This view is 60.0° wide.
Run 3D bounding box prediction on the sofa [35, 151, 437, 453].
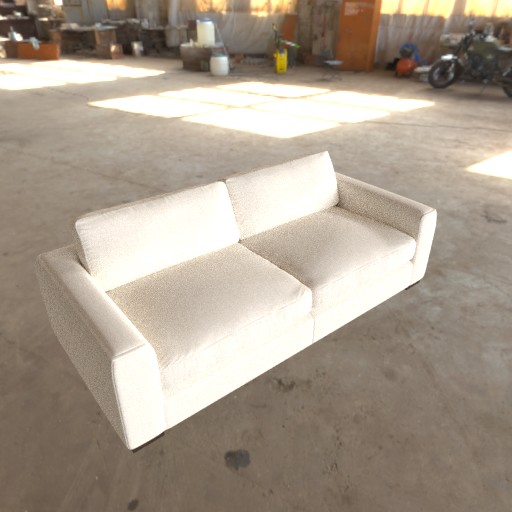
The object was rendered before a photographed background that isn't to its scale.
[{"bbox_3d":[0.000,0.000,2.707,2.262,0.801,1.070,-22,37,-32],"label":"sofa"}]
